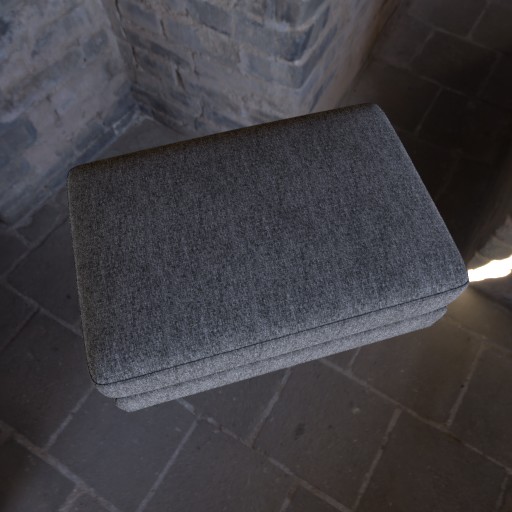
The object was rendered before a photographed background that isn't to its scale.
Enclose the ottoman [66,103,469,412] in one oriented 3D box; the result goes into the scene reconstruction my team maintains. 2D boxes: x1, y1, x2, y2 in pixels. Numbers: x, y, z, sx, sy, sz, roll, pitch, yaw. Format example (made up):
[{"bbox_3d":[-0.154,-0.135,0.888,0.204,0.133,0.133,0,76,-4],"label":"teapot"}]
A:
[{"bbox_3d":[0.000,0.000,1.197,0.864,0.483,0.584,-14,65,-7],"label":"ottoman"}]
